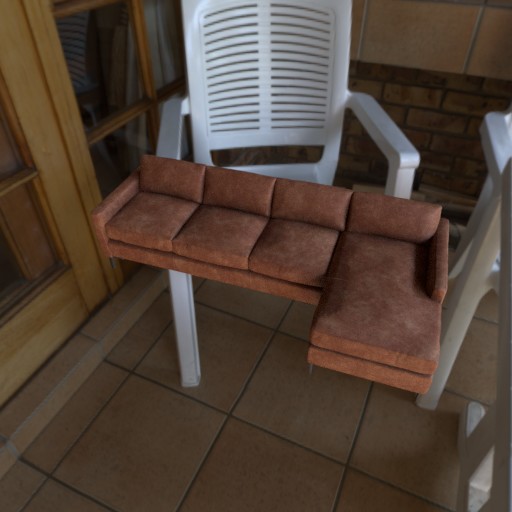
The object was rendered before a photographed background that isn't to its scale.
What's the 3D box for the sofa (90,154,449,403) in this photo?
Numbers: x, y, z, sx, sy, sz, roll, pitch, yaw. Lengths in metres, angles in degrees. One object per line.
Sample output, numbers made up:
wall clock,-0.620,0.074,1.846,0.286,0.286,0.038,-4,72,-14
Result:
sofa,0.000,0.000,3.748,2.993,0.859,1.471,12,42,14
